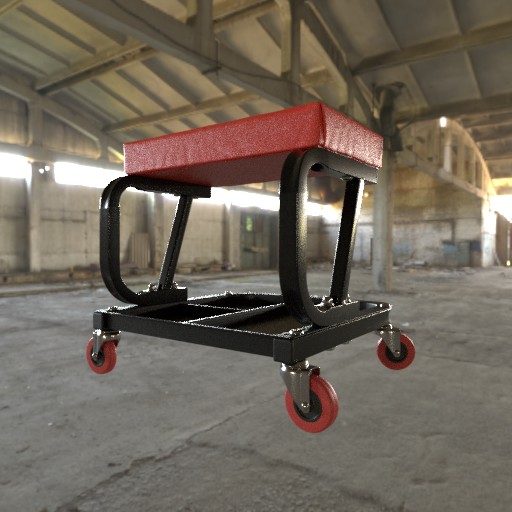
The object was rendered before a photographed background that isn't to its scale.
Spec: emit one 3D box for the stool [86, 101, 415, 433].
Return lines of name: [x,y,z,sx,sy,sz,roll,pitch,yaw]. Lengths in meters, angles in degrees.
stool: [0.000,0.000,0.734,0.446,0.380,0.371,1,1,36]
